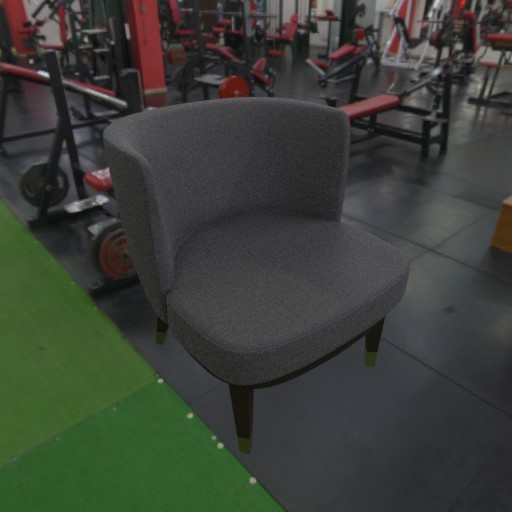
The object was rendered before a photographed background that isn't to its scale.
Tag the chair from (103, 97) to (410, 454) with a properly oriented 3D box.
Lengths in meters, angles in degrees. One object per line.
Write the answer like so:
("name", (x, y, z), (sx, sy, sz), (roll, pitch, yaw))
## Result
("chair", (0.000, 0.000, 1.220), (0.639, 0.695, 0.698), (-22, 38, -32))
